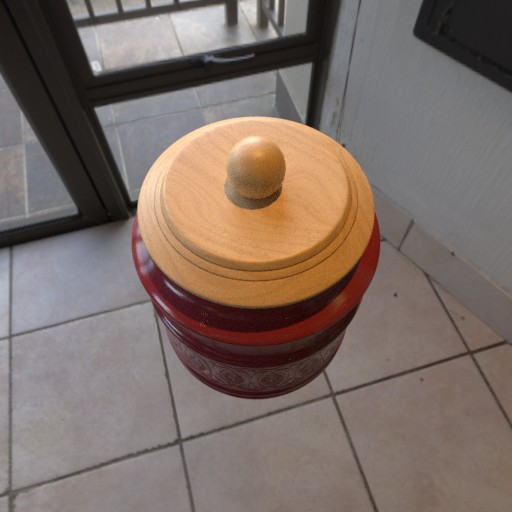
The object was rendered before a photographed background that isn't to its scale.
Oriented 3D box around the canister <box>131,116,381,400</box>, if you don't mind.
[{"bbox_3d":[0.000,0.000,0.258,0.130,0.176,0.130,0,59,0],"label":"canister"}]
